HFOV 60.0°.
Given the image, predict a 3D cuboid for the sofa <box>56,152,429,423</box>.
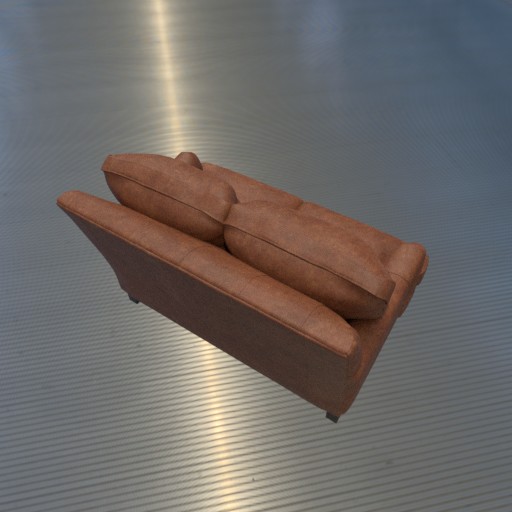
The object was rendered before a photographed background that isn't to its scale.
[{"bbox_3d":[0.000,0.000,2.277,1.527,1.004,1.077,26,52,22],"label":"sofa"}]
